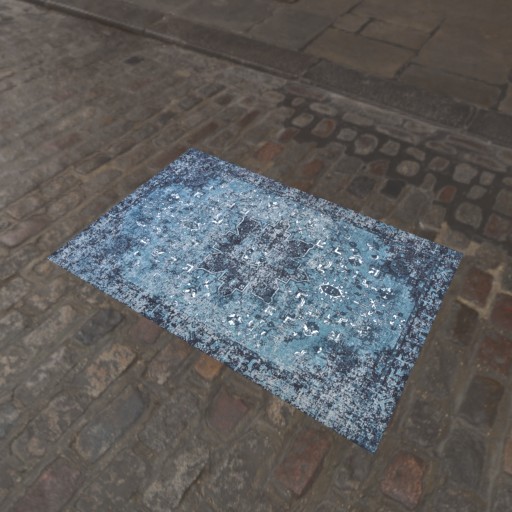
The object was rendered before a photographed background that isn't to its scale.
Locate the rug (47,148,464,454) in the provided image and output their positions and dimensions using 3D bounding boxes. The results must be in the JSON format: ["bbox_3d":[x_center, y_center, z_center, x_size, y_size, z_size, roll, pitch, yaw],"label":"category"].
[{"bbox_3d":[0.000,0.000,2.332,1.828,0.005,1.219,25,52,22],"label":"rug"}]
